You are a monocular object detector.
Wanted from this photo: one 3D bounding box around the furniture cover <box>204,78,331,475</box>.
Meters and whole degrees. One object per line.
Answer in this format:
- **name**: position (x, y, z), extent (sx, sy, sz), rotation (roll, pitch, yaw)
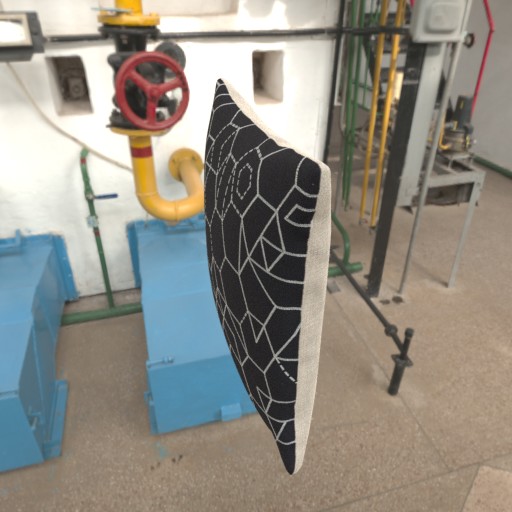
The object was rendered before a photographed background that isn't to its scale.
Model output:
- **furniture cover**: position (0.000, 0.000, 0.776), extent (0.158, 0.508, 0.517), rotation (-8, 32, -13)
